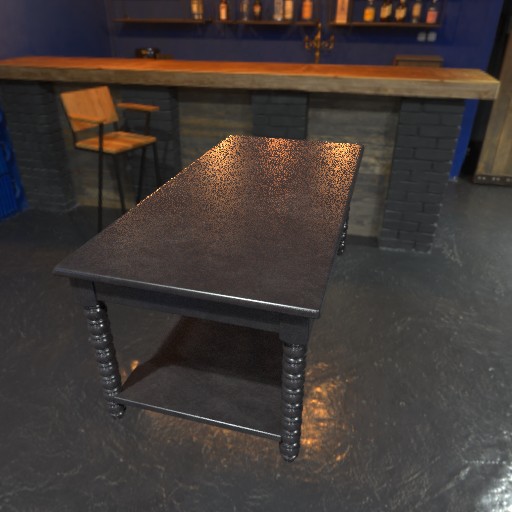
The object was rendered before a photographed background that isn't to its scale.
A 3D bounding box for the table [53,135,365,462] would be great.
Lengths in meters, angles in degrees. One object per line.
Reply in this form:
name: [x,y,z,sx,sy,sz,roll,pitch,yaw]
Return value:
table: [0.000,0.000,1.475,0.580,0.487,1.171,8,30,14]
